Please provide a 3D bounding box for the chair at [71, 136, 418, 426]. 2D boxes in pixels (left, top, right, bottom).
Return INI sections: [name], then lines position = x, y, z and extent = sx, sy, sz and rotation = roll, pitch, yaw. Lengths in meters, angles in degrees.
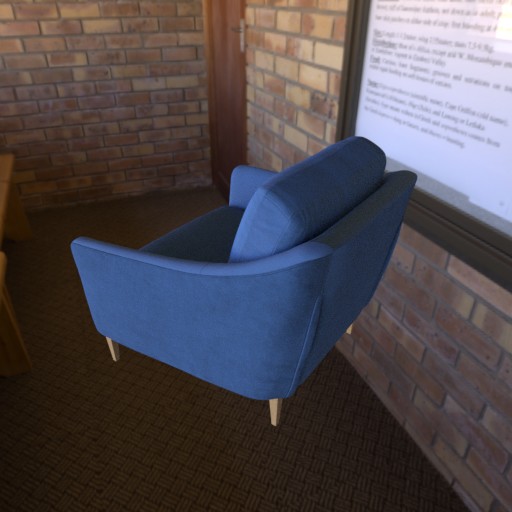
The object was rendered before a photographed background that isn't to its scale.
[chair]
position = 0.000, 0.000, 1.741
extent = 0.961, 0.899, 0.987
rotation = 20, 36, 30
